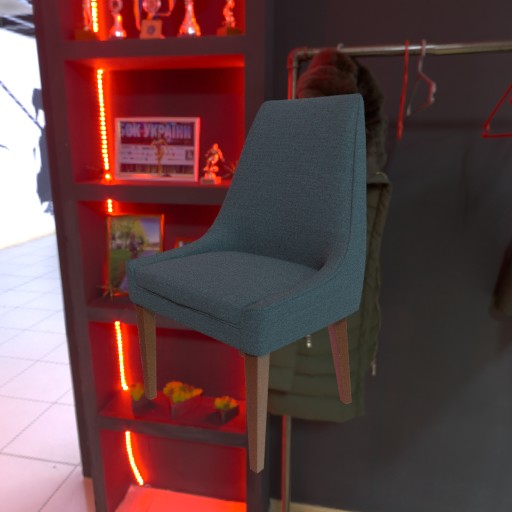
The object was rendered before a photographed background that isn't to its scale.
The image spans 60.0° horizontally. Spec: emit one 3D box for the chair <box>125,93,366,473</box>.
[{"bbox_3d":[0.000,0.000,1.227,0.529,0.861,0.544,13,19,42],"label":"chair"}]
